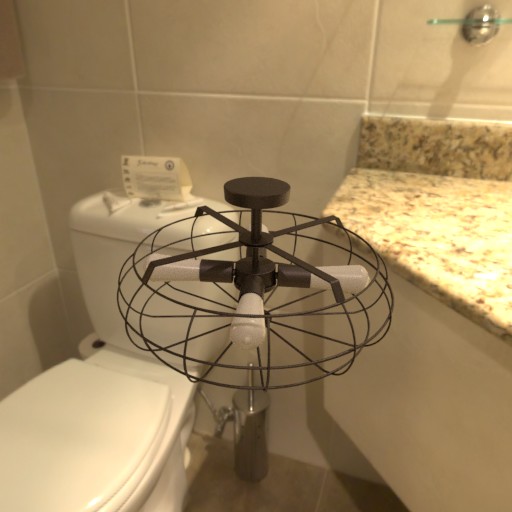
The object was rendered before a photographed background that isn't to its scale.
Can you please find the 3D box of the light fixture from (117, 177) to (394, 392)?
[{"bbox_3d":[0.000,0.000,0.939,0.582,0.311,0.582,0,26,0],"label":"light fixture"}]
